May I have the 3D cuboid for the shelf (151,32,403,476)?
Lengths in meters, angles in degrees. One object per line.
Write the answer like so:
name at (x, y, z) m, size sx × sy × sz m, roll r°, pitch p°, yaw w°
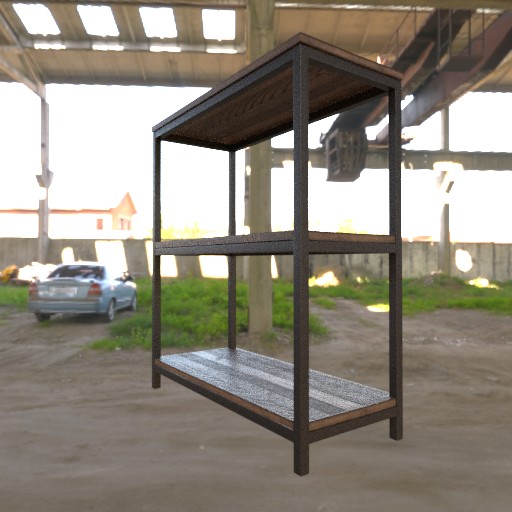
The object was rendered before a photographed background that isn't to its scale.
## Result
shelf at (0.000, 0.000, 1.378) m, size 0.352 × 0.947 × 0.822 m, roll 0°, pitch -1°, yaw -35°
